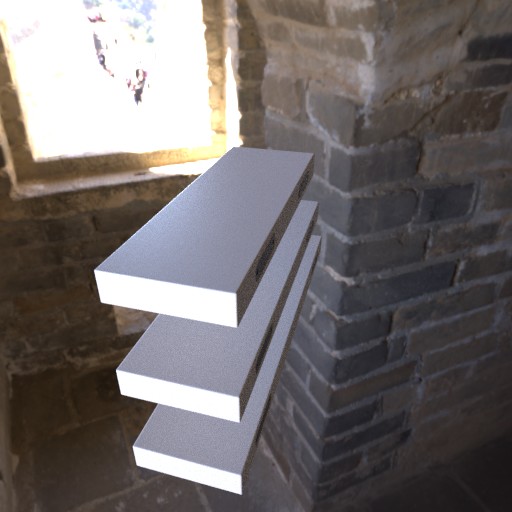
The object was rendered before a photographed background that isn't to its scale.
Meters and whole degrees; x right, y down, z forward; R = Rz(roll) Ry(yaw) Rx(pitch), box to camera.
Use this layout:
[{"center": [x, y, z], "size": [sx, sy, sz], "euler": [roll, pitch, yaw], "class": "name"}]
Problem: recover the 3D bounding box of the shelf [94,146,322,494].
[{"center": [0.000, 0.000, 0.722], "size": [0.140, 0.293, 0.610], "euler": [8, 31, 14], "class": "shelf"}]
